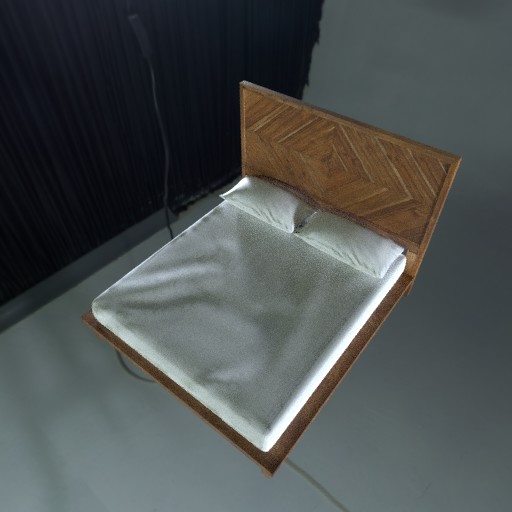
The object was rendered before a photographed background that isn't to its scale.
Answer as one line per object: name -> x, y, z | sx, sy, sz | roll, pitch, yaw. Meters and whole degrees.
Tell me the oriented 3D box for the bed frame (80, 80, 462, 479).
bed frame -> 0.000, 0.000, 3.580 | 2.038, 1.537, 2.235 | 29, 53, 26
